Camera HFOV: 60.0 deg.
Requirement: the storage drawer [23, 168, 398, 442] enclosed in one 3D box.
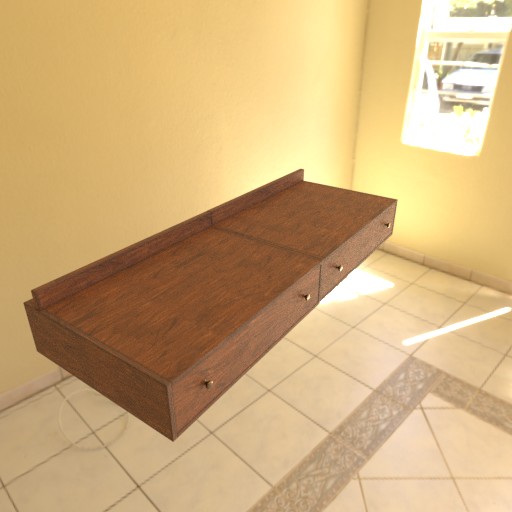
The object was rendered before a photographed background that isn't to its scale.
[{"bbox_3d":[0.000,0.000,2.192,0.774,0.339,1.914,18,32,31],"label":"storage drawer"}]
